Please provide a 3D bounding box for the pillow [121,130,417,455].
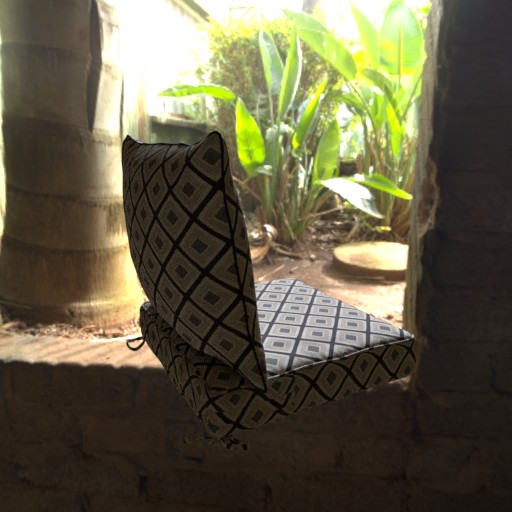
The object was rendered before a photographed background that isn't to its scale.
[{"bbox_3d":[0.000,0.000,1.355,0.733,0.722,0.798,-8,16,-27],"label":"pillow"}]
